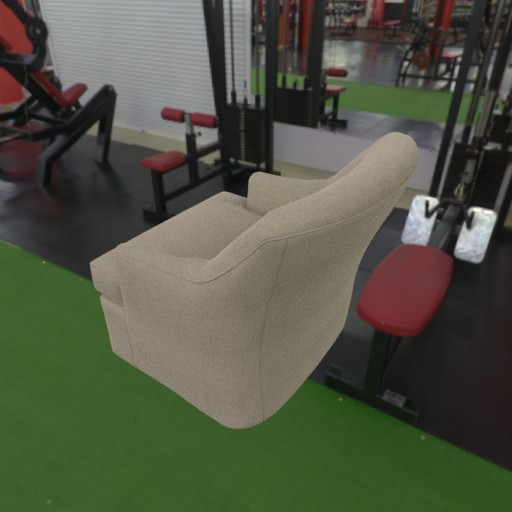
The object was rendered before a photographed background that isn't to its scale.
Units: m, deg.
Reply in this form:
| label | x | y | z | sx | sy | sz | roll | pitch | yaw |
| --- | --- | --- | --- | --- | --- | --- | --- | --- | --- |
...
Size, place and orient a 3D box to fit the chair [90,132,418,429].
| label | x | y | z | sx | sy | sz | roll | pitch | yaw |
| --- | --- | --- | --- | --- | --- | --- | --- | --- | --- |
| chair | 0.000 | 0.000 | 1.583 | 0.923 | 0.856 | 0.864 | 20 | 37 | 29 |
